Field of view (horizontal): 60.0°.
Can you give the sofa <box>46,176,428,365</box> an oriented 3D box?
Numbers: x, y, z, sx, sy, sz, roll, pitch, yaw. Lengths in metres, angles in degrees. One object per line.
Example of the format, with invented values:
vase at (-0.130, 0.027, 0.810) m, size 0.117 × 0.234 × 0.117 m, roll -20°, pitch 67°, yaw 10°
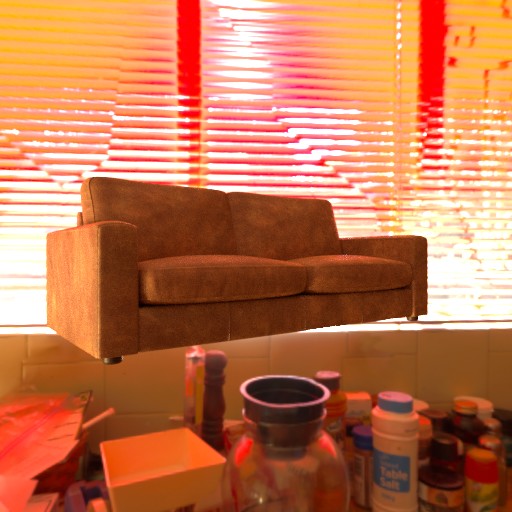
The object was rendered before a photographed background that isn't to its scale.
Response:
sofa at (0.000, 0.000, 2.706) m, size 2.179 × 0.873 × 1.016 m, roll 0°, pitch 0°, yaw -36°
